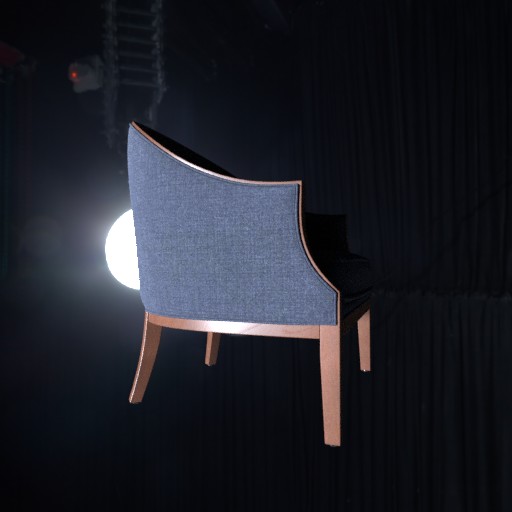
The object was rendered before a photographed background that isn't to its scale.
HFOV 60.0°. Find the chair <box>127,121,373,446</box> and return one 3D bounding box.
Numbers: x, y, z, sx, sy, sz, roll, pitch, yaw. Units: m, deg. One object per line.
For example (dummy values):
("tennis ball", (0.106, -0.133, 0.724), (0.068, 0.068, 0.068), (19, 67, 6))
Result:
("chair", (0.000, 0.000, 1.470), (0.735, 0.876, 0.803), (0, -1, 19))
